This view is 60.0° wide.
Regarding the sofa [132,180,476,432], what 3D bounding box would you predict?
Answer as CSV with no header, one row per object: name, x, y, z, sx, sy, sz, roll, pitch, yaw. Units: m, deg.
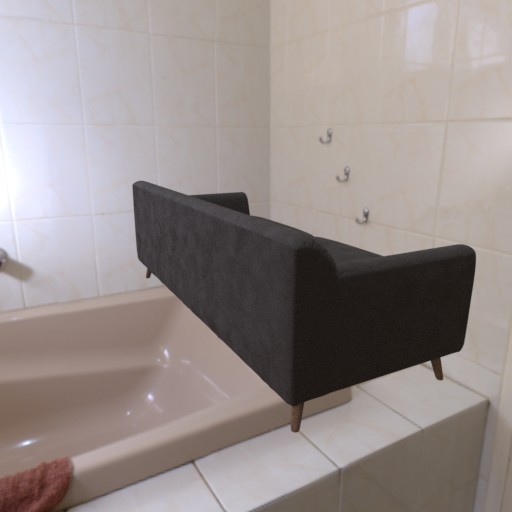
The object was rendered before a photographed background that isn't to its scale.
sofa,0.000,0.000,2.579,0.900,0.740,2.190,-8,17,-27
